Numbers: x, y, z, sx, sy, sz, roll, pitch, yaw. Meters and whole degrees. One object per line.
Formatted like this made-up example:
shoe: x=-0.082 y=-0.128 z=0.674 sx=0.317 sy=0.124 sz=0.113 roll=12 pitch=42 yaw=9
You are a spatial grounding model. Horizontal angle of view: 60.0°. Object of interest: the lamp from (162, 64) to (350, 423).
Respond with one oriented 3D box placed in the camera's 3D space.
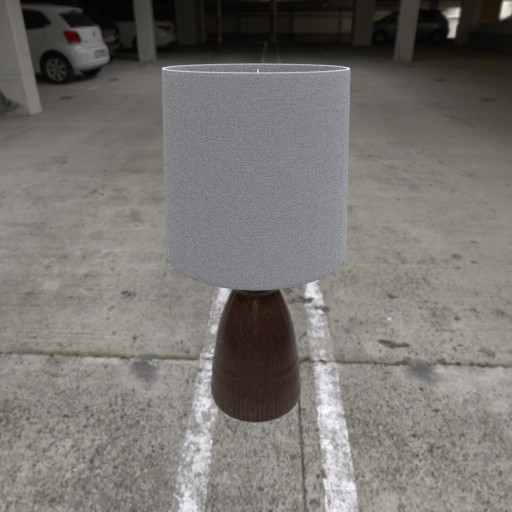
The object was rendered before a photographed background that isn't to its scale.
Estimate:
lamp: x=0.000 y=0.000 z=0.472 sx=0.186 sy=0.369 sz=0.186 roll=0 pitch=25 yaw=0
